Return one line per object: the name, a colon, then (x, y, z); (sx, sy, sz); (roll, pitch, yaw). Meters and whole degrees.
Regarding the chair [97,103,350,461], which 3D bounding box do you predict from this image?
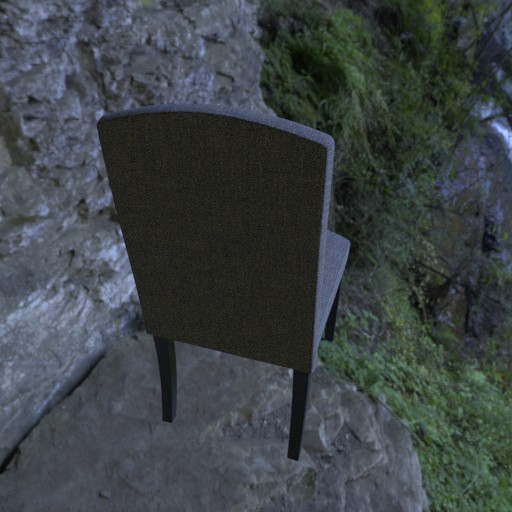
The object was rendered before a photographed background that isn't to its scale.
chair: (0.000, 0.000, 1.211); (0.451, 0.917, 0.580); (10, 33, 16)
